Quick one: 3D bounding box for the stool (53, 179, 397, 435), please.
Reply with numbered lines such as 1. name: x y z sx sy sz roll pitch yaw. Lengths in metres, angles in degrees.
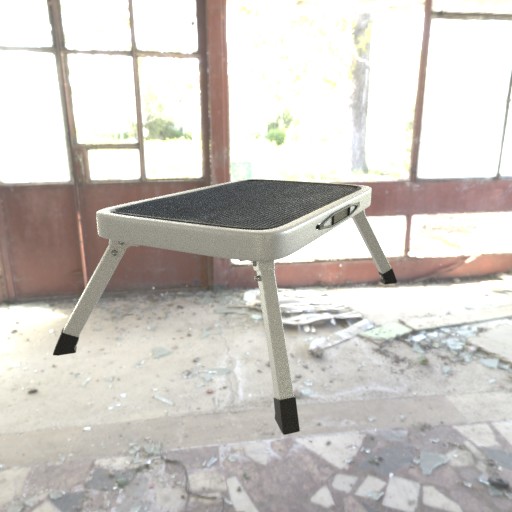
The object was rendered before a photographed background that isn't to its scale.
1. stool: 0.000 0.000 0.628 0.320 0.170 0.460 9 19 27
